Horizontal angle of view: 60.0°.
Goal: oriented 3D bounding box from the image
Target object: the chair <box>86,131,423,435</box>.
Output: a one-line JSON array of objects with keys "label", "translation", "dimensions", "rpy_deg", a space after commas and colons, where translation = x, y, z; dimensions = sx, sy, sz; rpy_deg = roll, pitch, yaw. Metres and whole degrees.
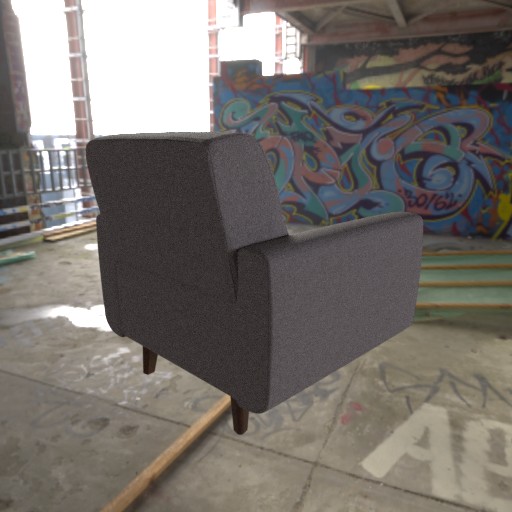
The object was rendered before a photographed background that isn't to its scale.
[{"label": "chair", "translation": [0.000, 0.000, 1.556], "dimensions": [0.831, 0.839, 0.907], "rpy_deg": [14, 21, 42]}]
